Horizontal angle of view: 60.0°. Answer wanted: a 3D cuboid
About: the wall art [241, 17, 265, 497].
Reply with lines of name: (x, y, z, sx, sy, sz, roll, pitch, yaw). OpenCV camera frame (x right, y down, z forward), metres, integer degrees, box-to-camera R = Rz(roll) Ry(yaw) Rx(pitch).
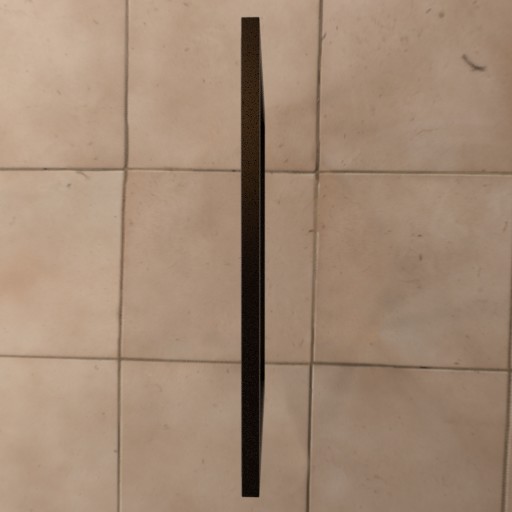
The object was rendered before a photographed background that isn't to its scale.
wall art: (0.000, 0.000, 0.835, 0.027, 0.458, 0.657, 0, 92, 2)
